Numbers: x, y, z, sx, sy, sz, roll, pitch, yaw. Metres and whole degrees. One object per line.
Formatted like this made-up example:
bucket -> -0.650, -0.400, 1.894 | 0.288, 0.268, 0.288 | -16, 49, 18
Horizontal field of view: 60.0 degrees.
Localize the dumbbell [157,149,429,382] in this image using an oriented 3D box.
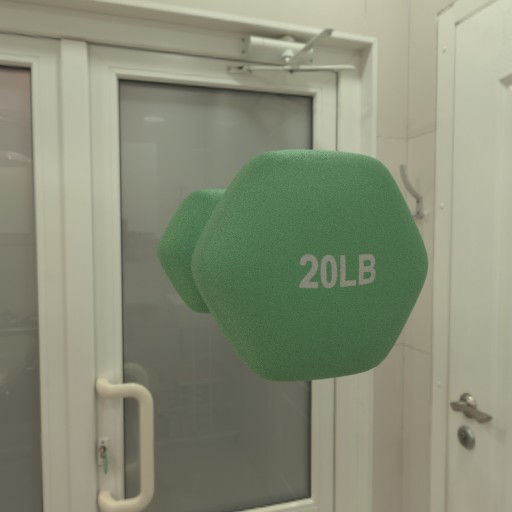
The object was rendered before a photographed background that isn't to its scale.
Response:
dumbbell -> 0.000, 0.000, 0.330 | 0.129, 0.117, 0.260 | -1, 3, -17
